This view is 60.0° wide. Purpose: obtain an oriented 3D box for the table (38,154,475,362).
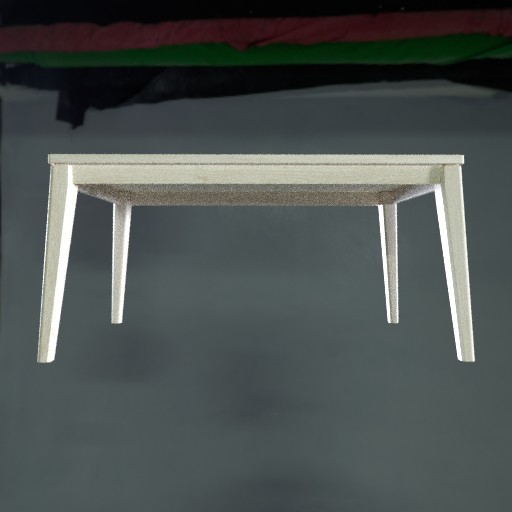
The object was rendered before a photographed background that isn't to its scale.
[{"bbox_3d":[0.000,0.000,2.057,1.600,0.760,0.900,0,1,0],"label":"table"}]
